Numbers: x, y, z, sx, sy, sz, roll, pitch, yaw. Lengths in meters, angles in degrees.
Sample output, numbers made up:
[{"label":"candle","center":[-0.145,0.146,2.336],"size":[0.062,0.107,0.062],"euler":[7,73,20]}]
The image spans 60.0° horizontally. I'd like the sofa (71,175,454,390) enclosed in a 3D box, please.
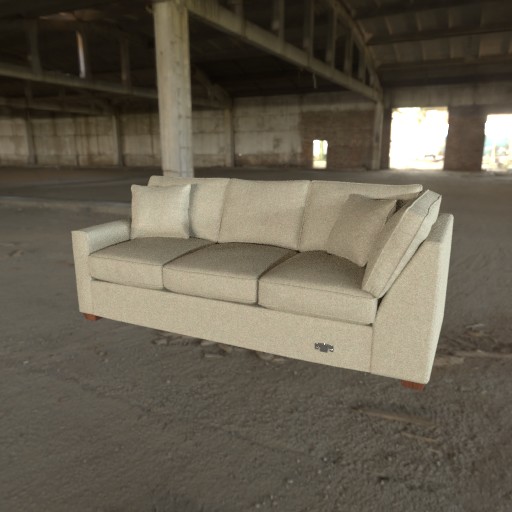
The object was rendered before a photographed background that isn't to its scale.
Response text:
[{"label":"sofa","center":[0.000,0.000,2.934],"size":[2.317,0.962,1.061],"euler":[7,15,25]}]
